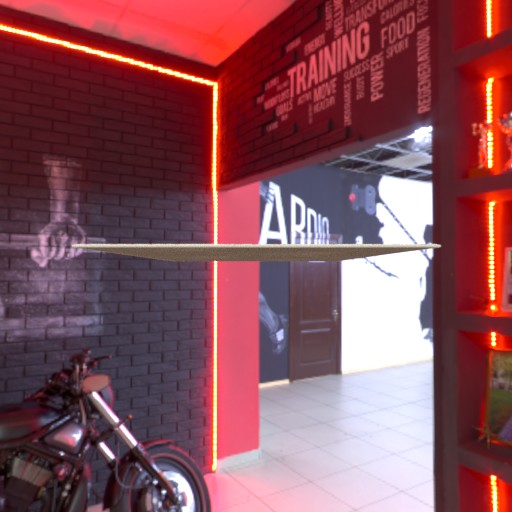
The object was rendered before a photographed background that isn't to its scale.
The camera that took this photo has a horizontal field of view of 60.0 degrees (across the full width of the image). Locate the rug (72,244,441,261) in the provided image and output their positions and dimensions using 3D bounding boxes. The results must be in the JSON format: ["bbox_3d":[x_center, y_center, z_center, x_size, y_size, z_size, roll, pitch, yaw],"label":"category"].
[{"bbox_3d":[0.000,0.000,2.376,1.219,0.012,1.839,0,-2,0],"label":"rug"}]
